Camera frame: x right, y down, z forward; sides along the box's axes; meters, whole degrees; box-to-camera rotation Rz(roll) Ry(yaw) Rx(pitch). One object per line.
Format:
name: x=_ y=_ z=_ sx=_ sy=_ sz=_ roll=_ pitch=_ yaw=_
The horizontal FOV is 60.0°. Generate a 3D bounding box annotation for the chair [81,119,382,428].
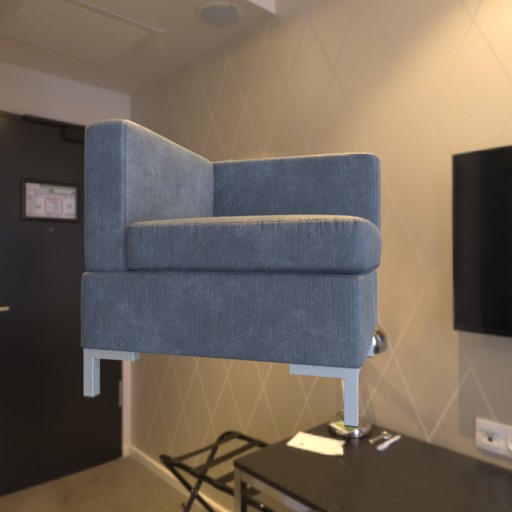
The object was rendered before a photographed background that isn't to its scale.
chair: x=0.000 y=0.000 z=1.244 sx=0.680 sy=0.660 sz=0.680 roll=0 pitch=0 yaw=17
